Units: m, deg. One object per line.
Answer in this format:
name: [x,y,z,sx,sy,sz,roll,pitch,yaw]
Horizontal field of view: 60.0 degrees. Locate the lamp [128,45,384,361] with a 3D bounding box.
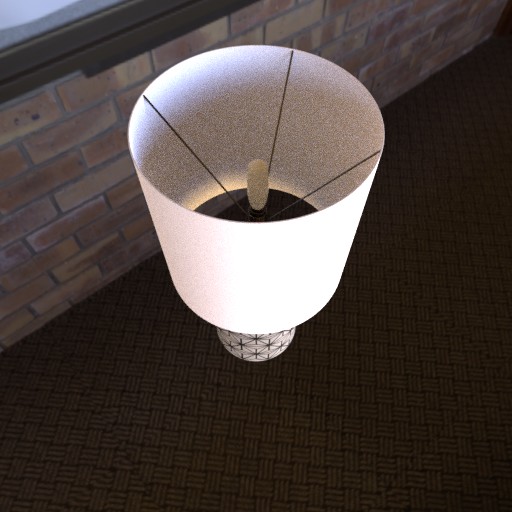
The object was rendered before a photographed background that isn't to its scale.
lamp: [0.000,0.000,0.536,0.206,0.416,0.206,16,59,10]
